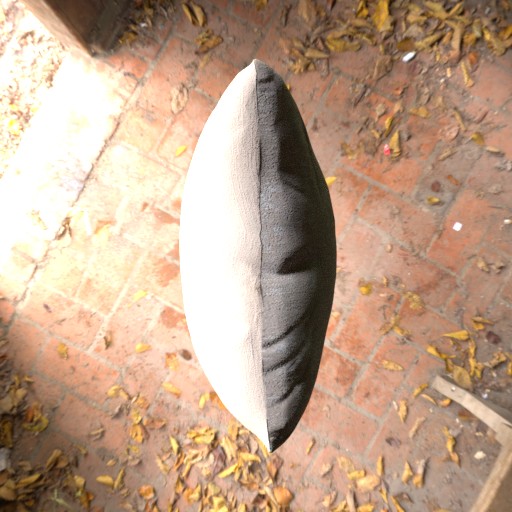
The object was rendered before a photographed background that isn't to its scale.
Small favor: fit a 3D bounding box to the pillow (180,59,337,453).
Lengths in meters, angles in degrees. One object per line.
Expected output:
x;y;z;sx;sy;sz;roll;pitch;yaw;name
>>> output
0.000;0.000;0.713;0.245;0.448;0.450;0;90;0;pillow
